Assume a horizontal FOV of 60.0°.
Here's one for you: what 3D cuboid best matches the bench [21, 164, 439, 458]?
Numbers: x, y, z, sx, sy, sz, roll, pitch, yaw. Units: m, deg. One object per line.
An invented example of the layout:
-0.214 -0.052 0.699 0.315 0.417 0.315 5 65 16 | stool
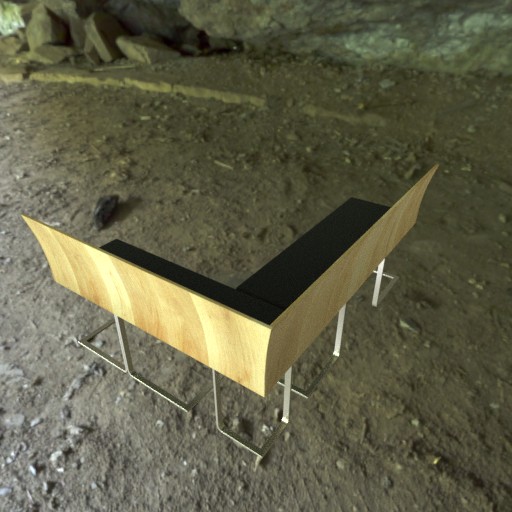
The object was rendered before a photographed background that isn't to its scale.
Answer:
0.000 0.000 2.762 1.495 0.930 1.945 20 37 29 | bench
